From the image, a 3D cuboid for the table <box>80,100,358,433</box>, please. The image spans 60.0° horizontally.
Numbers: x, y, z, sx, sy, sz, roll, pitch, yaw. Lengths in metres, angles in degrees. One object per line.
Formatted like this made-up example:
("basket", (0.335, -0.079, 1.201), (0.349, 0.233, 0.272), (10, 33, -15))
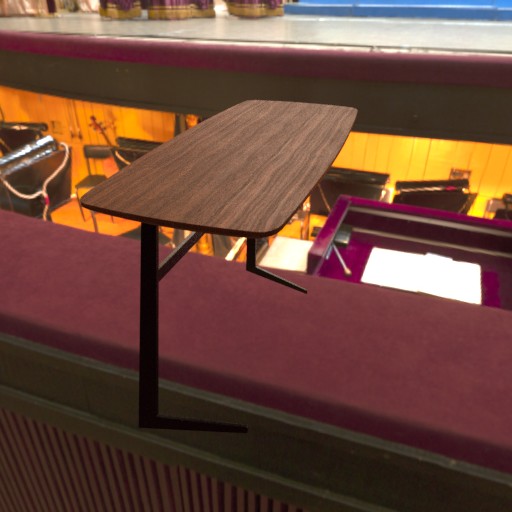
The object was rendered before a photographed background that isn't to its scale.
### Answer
("table", (0.000, 0.000, 1.101), (0.361, 0.576, 0.804), (10, 32, 16))
